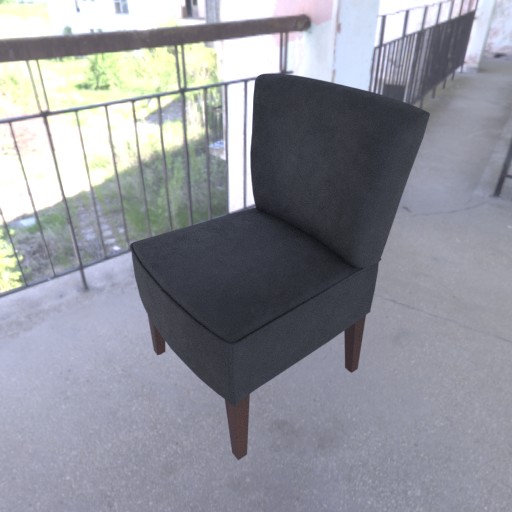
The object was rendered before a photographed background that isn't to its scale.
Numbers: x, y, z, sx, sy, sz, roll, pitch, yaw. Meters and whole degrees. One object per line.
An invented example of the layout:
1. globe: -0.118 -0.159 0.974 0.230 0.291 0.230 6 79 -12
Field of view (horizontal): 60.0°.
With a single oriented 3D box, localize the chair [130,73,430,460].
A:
1. chair: 0.000 0.000 1.171 0.554 0.806 0.521 -22 39 -30
